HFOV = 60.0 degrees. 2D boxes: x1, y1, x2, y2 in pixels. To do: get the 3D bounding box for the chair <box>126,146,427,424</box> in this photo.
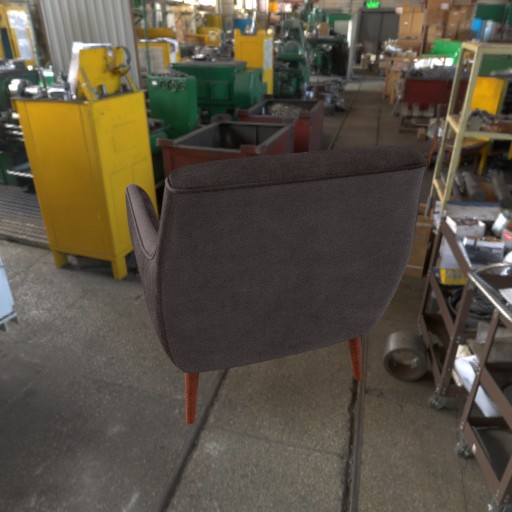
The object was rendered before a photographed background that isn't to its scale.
[{"bbox_3d":[0.000,0.000,1.461,0.762,0.838,0.787,-9,29,-16],"label":"chair"}]
